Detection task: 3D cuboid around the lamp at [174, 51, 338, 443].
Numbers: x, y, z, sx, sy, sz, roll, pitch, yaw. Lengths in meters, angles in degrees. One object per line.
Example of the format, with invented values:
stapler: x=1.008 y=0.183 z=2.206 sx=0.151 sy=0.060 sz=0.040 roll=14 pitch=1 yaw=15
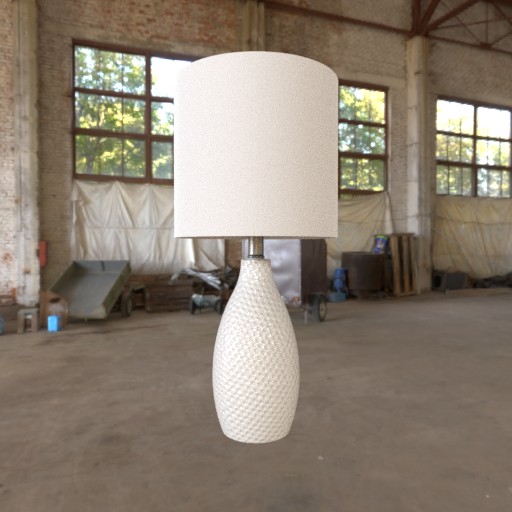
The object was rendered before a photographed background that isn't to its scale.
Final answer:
lamp: x=0.000 y=0.000 z=0.593 sx=0.214 sy=0.466 sz=0.214 roll=0 pitch=1 yaw=-2
